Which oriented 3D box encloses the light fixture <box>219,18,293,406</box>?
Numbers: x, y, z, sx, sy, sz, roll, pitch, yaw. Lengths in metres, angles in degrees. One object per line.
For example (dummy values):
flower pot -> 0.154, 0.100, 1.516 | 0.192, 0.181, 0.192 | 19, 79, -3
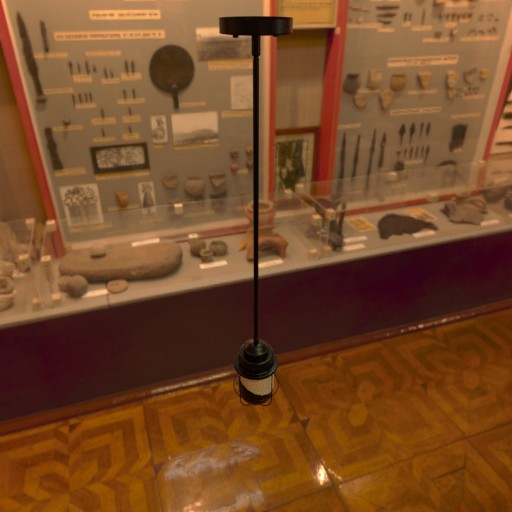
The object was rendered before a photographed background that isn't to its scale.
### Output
light fixture -> 0.000, 0.000, 0.971 | 0.123, 0.920, 0.123 | -9, 32, -15
